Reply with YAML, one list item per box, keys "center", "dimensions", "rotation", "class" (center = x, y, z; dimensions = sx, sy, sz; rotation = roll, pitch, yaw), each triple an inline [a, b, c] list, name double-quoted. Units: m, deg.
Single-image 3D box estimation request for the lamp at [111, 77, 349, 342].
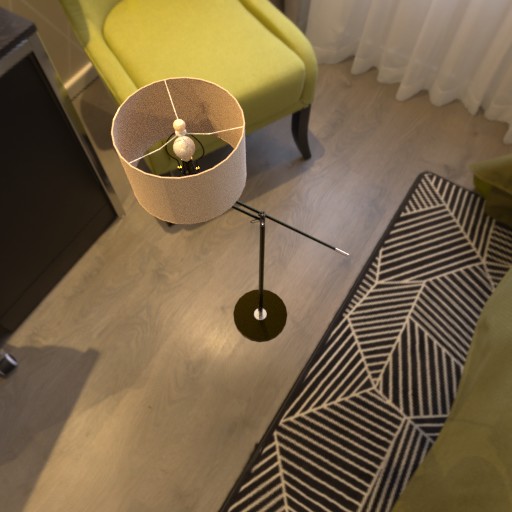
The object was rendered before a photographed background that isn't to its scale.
- center: [0.000, 0.000, 1.967]
  dimensions: [0.809, 1.635, 0.373]
  rotation: [2, 63, 1]
  class: "lamp"
